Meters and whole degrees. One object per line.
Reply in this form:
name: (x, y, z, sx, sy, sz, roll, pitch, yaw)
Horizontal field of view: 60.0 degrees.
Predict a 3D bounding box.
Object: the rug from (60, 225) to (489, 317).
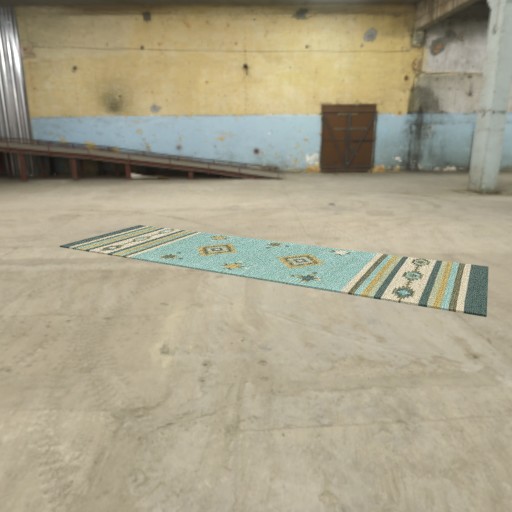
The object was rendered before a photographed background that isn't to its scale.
rug: (0.000, 0.000, 2.614, 2.441, 0.010, 0.744, 8, 17, 26)
